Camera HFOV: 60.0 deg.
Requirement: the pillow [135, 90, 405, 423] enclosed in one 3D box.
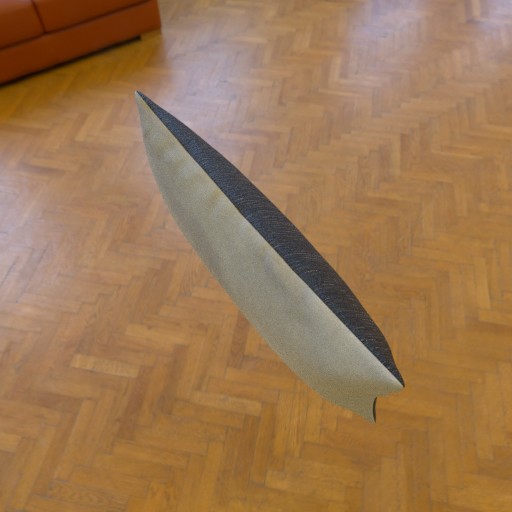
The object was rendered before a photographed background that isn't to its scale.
[{"bbox_3d":[0.000,0.000,0.733,0.156,0.305,0.608,-31,62,-19],"label":"pillow"}]
